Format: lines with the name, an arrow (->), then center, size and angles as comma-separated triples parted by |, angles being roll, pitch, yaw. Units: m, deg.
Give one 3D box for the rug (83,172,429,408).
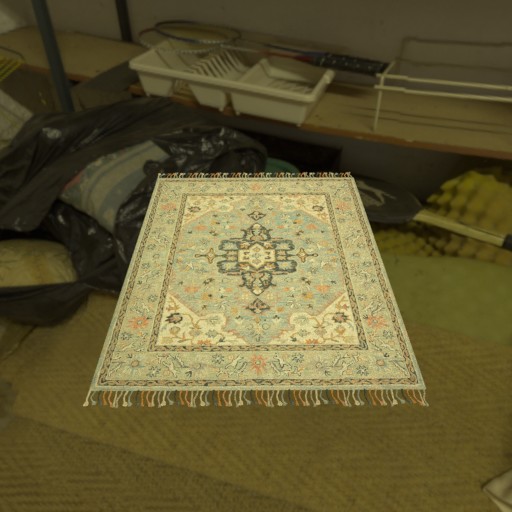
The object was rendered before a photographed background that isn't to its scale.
rug -> 0.000, 0.000, 3.510 | 1.971, 0.010, 2.651 | 0, 40, 0
